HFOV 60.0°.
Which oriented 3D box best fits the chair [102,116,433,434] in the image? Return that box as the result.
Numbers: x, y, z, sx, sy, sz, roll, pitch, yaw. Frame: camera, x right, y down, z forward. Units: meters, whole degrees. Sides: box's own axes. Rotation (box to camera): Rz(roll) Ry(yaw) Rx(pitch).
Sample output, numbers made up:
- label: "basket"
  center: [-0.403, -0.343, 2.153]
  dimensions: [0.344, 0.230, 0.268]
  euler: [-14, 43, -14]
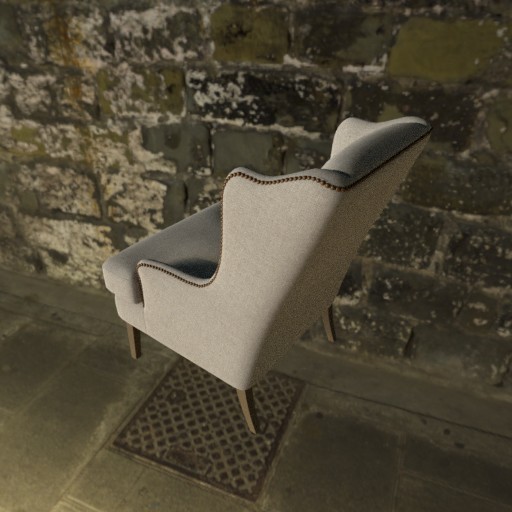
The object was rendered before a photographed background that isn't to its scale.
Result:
- label: "chair"
  center: [0.000, 0.000, 1.656]
  dimensions: [0.940, 1.029, 0.737]
  euler: [20, 36, 30]
